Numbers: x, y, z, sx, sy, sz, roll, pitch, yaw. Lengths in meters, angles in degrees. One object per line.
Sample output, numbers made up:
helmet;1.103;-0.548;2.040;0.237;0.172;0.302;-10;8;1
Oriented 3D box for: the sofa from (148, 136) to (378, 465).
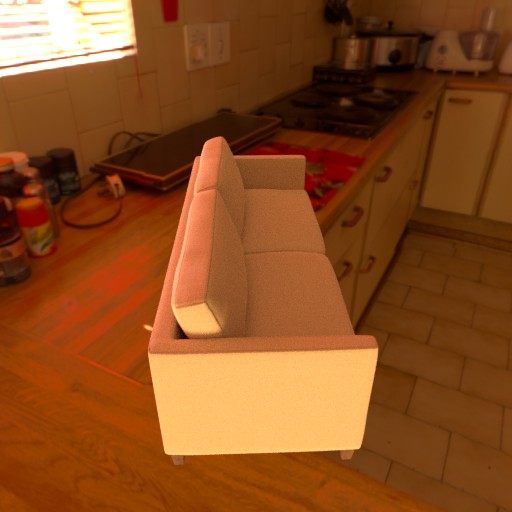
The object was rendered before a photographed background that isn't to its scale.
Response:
sofa;0.000;0.000;2.862;0.951;0.968;2.361;-1;31;-2
